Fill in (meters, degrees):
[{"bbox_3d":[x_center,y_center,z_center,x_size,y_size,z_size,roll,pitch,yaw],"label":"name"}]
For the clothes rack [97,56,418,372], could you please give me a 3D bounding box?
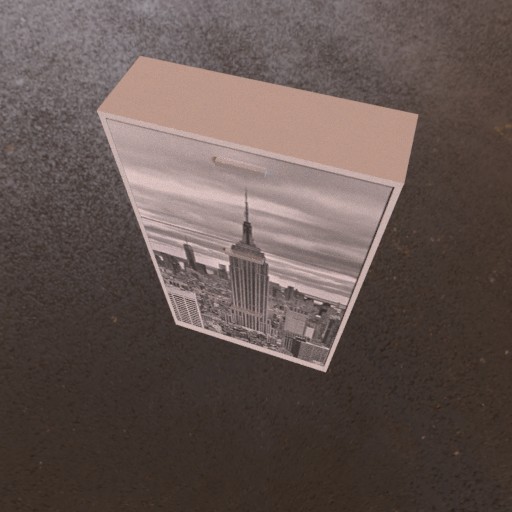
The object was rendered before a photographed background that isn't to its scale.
[{"bbox_3d":[0.000,0.000,1.618,0.750,1.280,0.250,16,59,10],"label":"clothes rack"}]
